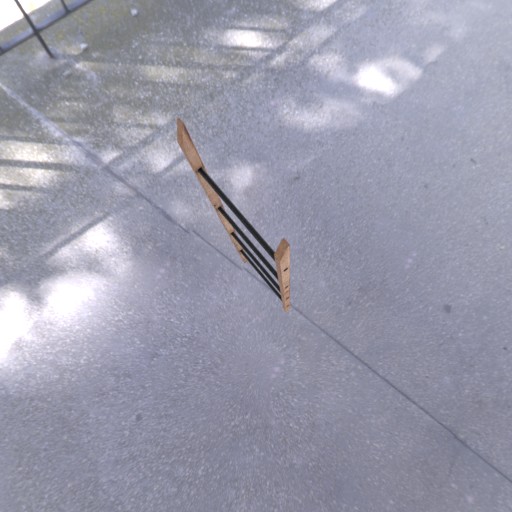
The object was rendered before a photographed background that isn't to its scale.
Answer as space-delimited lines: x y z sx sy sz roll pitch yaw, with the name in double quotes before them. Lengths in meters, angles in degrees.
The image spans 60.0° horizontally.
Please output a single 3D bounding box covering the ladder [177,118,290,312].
"ladder" 0.000 0.000 1.965 0.200 1.805 0.442 -38 78 -9
